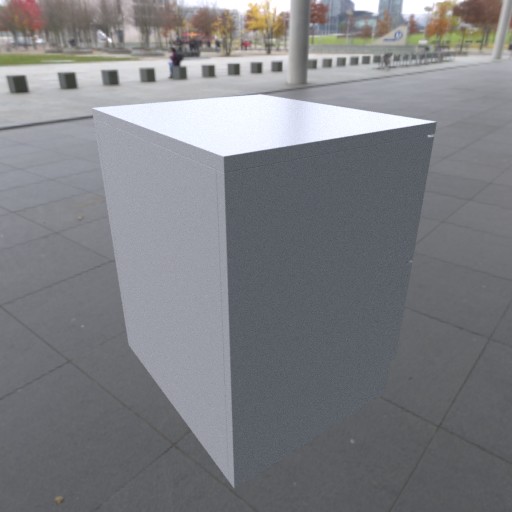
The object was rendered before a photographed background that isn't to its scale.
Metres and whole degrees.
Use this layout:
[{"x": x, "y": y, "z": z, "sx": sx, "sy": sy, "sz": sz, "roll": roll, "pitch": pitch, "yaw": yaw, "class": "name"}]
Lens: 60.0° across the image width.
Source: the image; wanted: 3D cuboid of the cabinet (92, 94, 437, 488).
[{"x": 0.000, "y": 0.000, "z": 0.760, "sx": 0.360, "sy": 0.470, "sz": 0.400, "roll": -17, "pitch": 31, "yaw": -31, "class": "cabinet"}]
